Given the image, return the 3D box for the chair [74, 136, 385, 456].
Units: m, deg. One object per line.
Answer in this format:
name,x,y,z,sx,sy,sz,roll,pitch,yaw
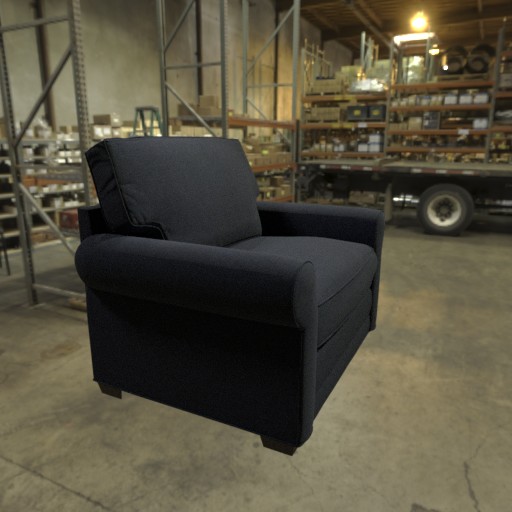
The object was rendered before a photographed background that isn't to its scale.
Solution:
chair,0.000,0.000,1.998,0.963,1.044,1.285,7,16,26
